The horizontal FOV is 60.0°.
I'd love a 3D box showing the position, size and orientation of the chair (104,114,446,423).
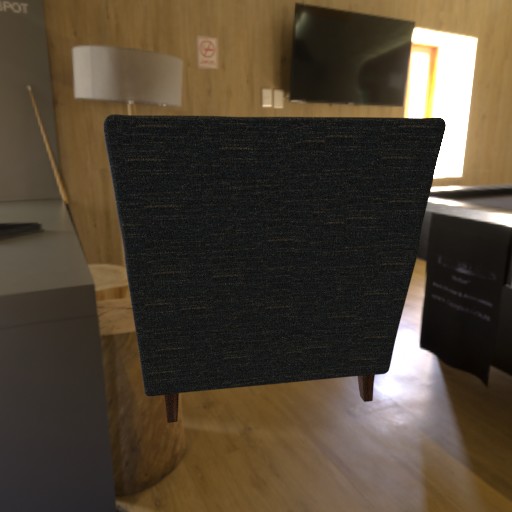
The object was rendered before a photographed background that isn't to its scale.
[{"bbox_3d":[0.000,0.000,1.601,0.864,0.928,0.873,-3,15,-10],"label":"chair"}]
